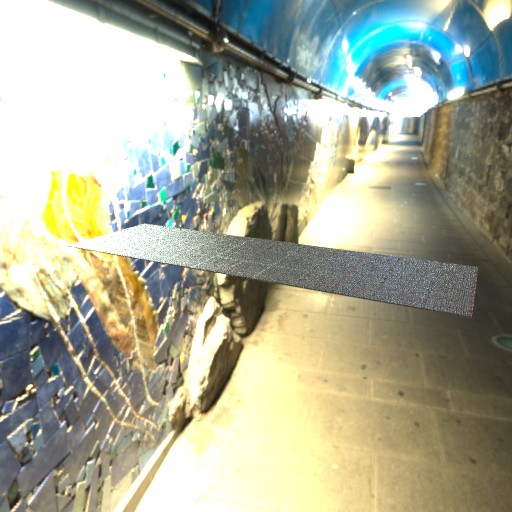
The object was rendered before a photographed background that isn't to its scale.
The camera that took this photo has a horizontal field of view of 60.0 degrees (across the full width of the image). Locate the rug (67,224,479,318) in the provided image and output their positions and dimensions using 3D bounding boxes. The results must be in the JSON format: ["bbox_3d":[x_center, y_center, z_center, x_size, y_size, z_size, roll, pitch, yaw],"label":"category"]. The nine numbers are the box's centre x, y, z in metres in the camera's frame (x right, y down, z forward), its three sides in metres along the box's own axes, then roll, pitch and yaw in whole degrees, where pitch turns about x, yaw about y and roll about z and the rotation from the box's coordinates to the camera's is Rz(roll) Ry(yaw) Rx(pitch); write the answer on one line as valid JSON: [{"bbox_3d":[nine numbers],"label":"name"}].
[{"bbox_3d":[0.000,0.000,2.721,2.439,0.008,0.762,9,19,26],"label":"rug"}]
